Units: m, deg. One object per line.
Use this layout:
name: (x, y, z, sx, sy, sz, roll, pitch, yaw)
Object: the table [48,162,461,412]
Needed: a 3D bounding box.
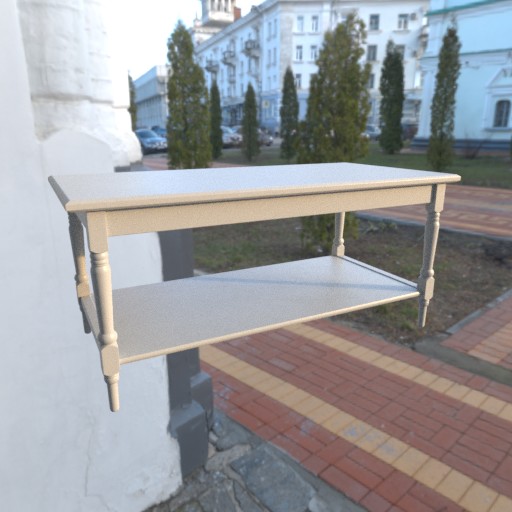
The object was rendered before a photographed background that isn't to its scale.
table: (0.000, 0.000, 1.397, 1.109, 0.506, 0.551, -8, 18, -26)
